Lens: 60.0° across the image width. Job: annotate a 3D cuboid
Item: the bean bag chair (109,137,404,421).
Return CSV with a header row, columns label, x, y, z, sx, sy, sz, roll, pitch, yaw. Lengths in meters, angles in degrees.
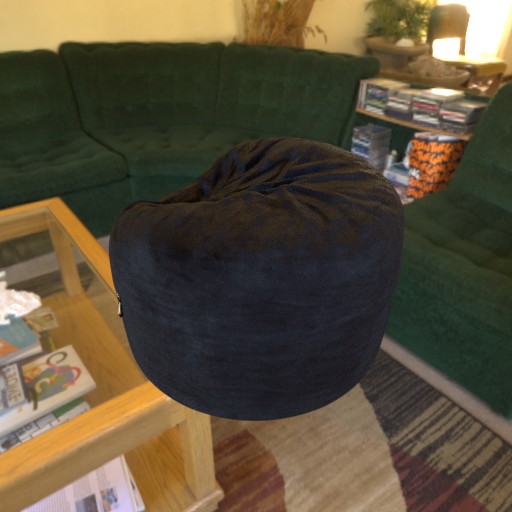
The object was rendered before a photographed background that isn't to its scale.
label,x,y,z,sx,sy,sz,roll,pitch,yaw
bean bag chair,0.000,0.000,1.474,0.918,0.616,0.918,0,32,0
